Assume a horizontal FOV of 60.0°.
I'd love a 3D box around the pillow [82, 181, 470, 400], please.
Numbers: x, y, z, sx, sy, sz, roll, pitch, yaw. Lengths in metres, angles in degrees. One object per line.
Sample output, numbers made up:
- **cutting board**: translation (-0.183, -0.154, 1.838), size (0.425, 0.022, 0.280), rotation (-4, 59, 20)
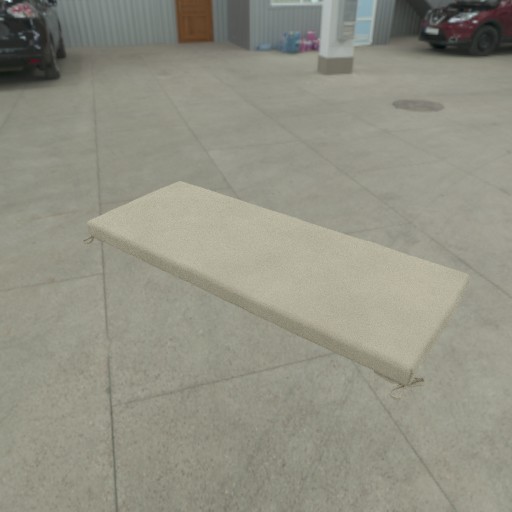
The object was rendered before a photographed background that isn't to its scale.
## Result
- **pillow**: translation (0.000, 0.000, 1.376), size (1.187, 0.081, 0.492), rotation (22, 38, 30)
